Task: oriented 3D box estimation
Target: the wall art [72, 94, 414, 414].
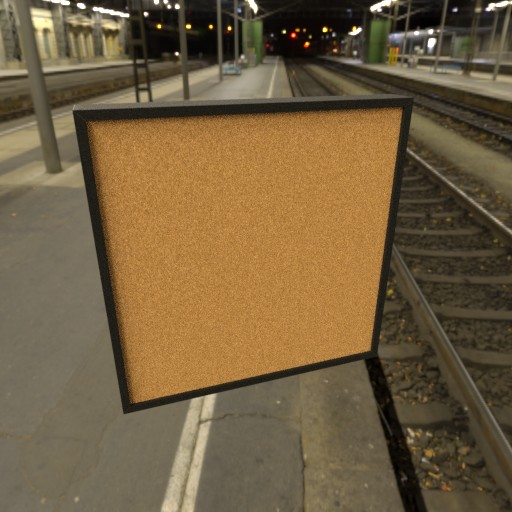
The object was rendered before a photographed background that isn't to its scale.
[{"bbox_3d":[0.000,0.000,0.459,0.305,0.305,0.037,-8,26,-17],"label":"wall art"}]
